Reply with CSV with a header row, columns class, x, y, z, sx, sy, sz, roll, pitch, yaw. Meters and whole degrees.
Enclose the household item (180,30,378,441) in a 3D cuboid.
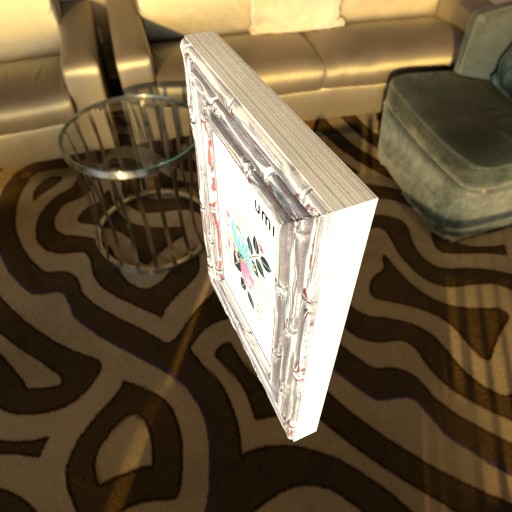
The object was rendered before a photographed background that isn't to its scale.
class,x,y,z,sx,sy,sz,roll,pitch,yaw
household item,0.000,0.000,0.284,0.025,0.216,0.165,-18,50,-16
